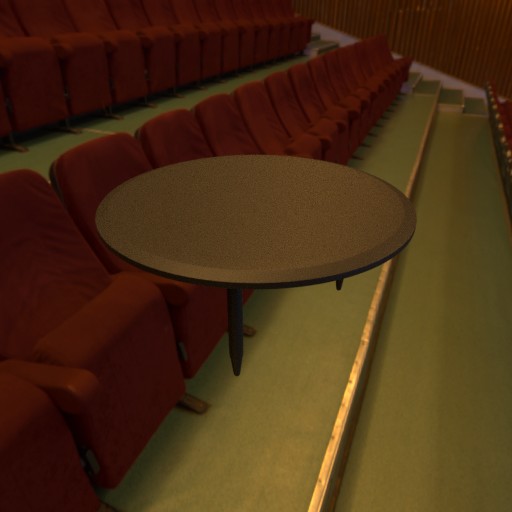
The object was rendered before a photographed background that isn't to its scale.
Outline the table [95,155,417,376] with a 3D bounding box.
[{"bbox_3d":[0.000,0.000,1.393,0.900,0.400,0.900,0,29,0],"label":"table"}]
